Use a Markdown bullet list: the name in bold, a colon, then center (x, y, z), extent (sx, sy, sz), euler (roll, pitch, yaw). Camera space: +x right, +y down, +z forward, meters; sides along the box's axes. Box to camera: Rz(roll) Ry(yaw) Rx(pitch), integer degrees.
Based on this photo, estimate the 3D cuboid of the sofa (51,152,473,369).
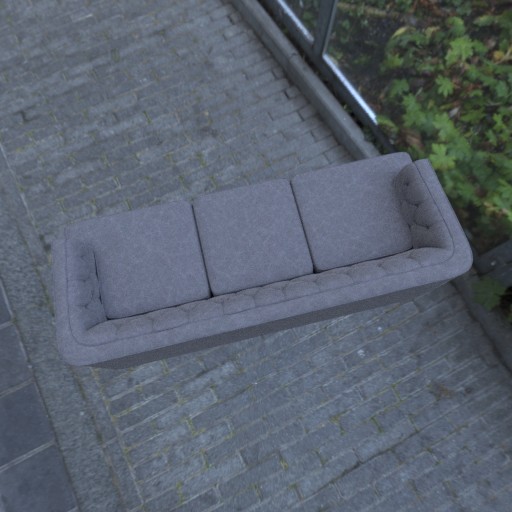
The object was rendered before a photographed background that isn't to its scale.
- **sofa**: center (0.000, 0.000, 2.718), extent (2.247, 0.806, 0.917), euler (-13, 74, -4)
